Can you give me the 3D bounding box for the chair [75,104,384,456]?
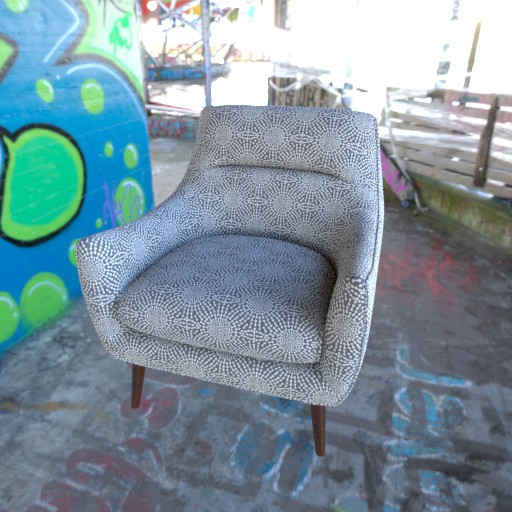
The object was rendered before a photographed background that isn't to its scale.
[{"bbox_3d":[0.000,0.000,1.426,0.762,0.838,0.787,8,27,16],"label":"chair"}]
